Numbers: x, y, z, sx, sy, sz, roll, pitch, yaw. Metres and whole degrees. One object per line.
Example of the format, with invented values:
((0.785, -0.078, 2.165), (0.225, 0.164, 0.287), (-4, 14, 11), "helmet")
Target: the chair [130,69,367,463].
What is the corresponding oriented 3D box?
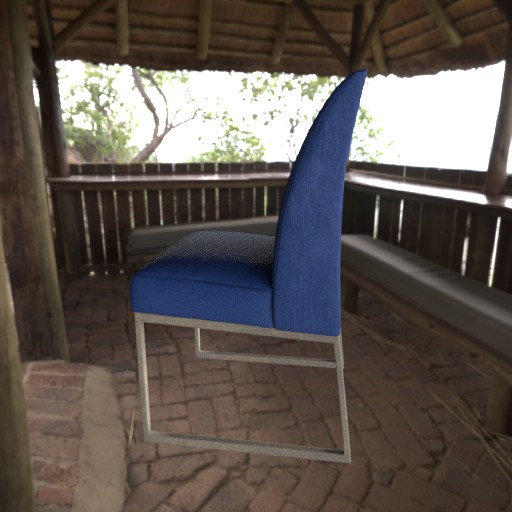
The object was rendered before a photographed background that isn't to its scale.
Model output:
((0.000, 0.000, 1.195), (0.522, 0.863, 0.508), (2, 14, 9), "chair")
